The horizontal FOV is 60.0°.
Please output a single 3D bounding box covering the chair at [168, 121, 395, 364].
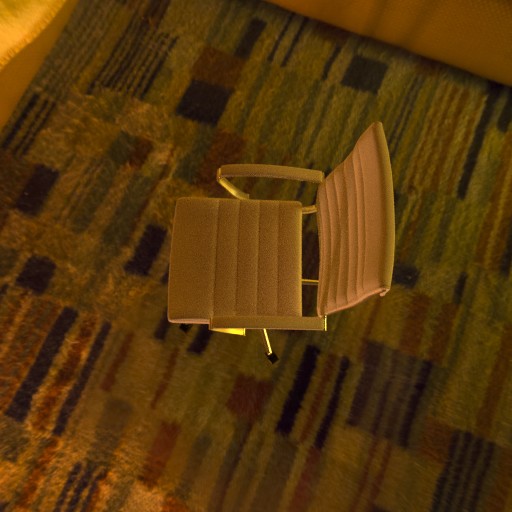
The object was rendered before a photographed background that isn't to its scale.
[{"bbox_3d":[0.000,0.000,1.638,0.739,1.149,0.766,1,76,0],"label":"chair"}]
